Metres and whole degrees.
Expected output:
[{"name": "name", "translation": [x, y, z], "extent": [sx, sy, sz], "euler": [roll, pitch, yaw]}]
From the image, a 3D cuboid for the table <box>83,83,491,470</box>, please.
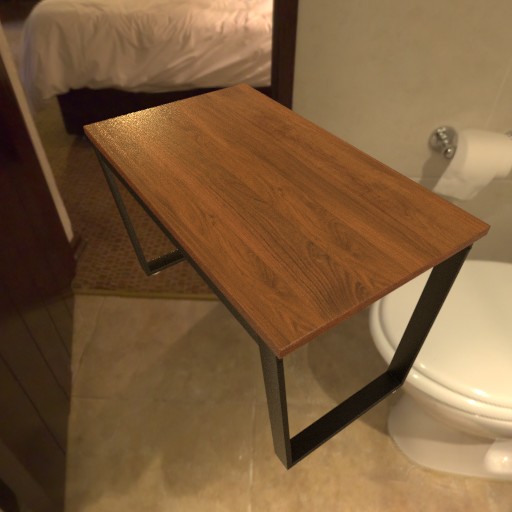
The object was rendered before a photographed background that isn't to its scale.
[{"name": "table", "translation": [0.000, 0.000, 1.671], "extent": [0.714, 0.760, 1.205], "euler": [-25, 48, -25]}]
